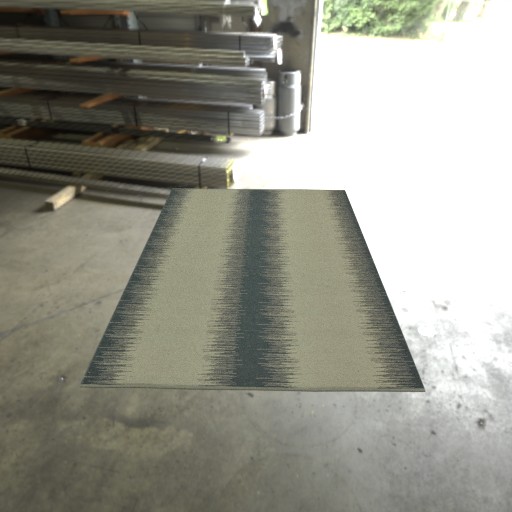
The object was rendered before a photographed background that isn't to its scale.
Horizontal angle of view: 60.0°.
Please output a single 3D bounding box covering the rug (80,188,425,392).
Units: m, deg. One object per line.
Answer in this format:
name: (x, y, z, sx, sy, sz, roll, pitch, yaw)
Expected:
rug: (0.000, 0.000, 2.365, 1.234, 0.006, 1.854, 1, 31, 1)
